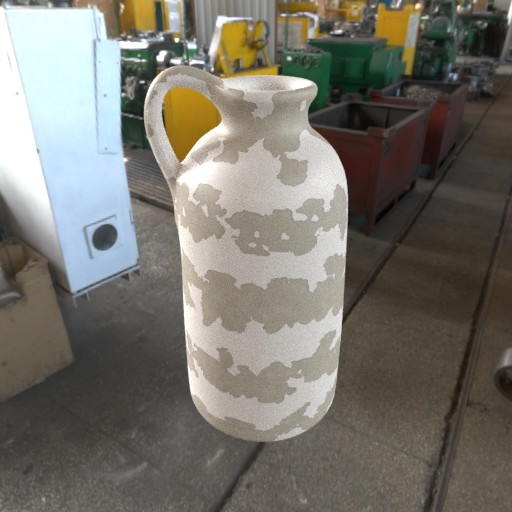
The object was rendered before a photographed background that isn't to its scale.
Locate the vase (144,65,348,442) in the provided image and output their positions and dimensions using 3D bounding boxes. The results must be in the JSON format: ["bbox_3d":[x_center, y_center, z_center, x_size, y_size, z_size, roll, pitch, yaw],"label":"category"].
[{"bbox_3d":[0.000,0.000,0.479,0.203,0.382,0.186,-1,30,-2],"label":"vase"}]
